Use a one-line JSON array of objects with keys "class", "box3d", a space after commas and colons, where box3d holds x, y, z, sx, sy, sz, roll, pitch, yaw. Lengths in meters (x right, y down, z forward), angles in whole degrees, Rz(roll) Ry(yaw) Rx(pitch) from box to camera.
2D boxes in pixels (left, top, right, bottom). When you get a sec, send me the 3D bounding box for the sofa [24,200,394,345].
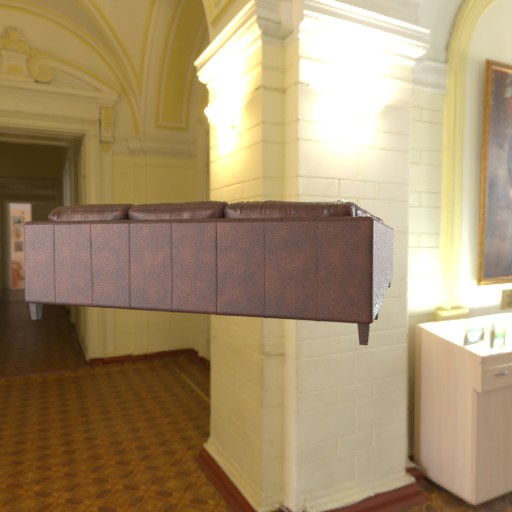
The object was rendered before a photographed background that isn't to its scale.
[{"class": "sofa", "box3d": [0.000, 0.000, 4.251, 2.438, 0.836, 3.152, 1, 2, 19]}]
